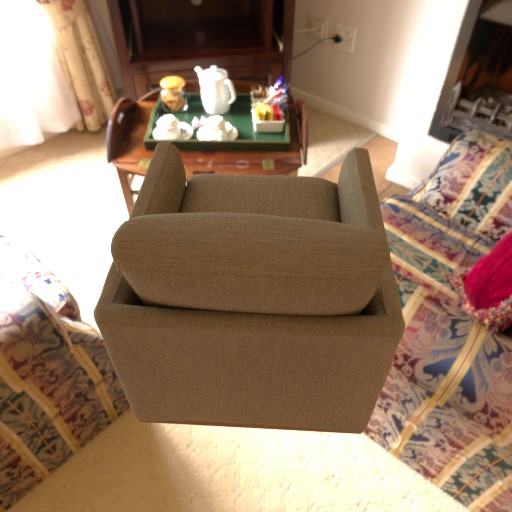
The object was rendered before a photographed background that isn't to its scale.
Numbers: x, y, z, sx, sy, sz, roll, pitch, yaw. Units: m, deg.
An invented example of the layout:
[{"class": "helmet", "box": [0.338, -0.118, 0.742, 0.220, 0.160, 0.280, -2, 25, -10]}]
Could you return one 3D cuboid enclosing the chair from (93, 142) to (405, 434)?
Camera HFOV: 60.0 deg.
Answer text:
[{"class": "chair", "box": [0.000, 0.000, 1.453, 0.763, 0.811, 0.834, 2, 45, 2]}]
